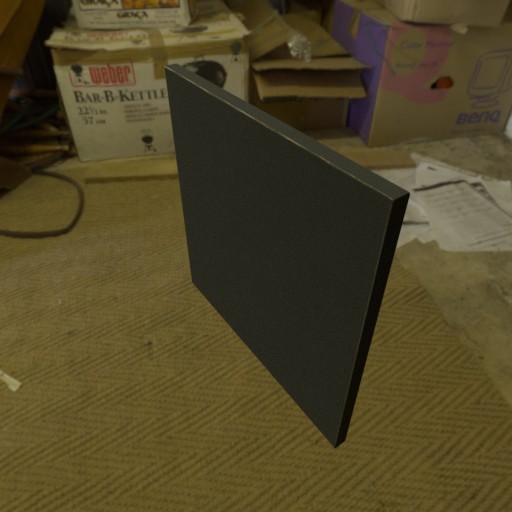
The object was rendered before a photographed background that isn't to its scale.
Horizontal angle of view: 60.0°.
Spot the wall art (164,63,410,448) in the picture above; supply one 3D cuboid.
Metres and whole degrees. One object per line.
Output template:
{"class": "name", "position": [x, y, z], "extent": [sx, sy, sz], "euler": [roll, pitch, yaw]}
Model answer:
{"class": "wall art", "position": [0.000, 0.000, 0.457], "extent": [0.015, 0.303, 0.304], "euler": [-24, 46, -26]}
